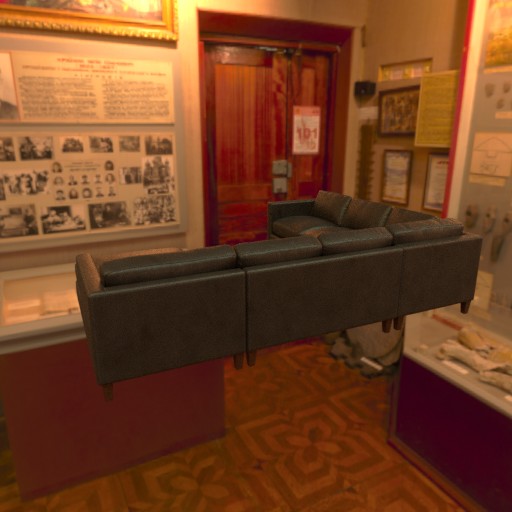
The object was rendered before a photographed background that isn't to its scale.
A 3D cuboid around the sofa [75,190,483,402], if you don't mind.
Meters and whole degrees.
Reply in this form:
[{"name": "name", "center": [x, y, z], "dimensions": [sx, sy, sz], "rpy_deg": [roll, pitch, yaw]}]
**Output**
[{"name": "sofa", "center": [0.000, 0.000, 4.391], "dimensions": [3.324, 0.891, 2.452], "rpy_deg": [-8, 18, -24]}]
